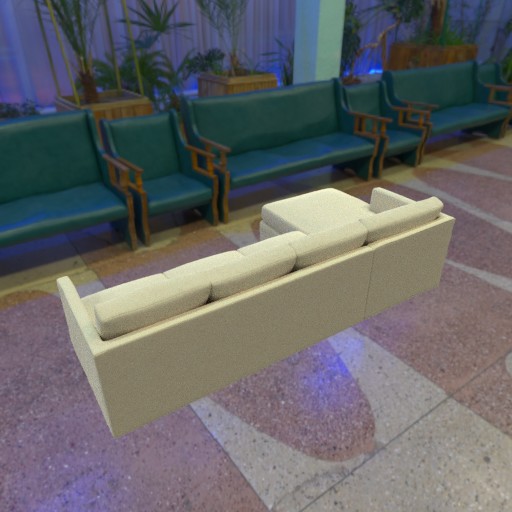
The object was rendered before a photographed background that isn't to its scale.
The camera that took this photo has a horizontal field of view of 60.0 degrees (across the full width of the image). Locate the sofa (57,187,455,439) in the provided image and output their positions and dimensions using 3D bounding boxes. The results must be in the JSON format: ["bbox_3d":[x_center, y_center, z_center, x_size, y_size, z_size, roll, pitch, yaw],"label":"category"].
[{"bbox_3d":[0.000,0.000,3.891,3.205,0.922,1.650,-18,35,-28],"label":"sofa"}]
